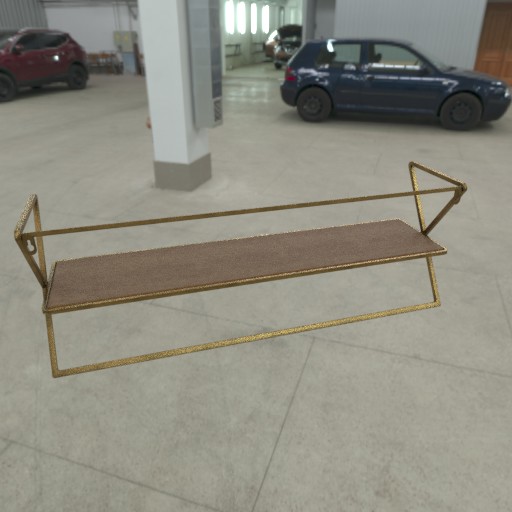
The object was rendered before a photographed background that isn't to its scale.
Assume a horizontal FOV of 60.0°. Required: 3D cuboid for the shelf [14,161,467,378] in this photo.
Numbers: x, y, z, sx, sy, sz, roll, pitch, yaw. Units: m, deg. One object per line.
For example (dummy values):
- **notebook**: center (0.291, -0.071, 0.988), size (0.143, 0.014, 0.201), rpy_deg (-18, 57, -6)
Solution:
- **shelf**: center (0.000, 0.000, 0.722), size (0.645, 0.229, 0.150), rpy_deg (-8, 28, -15)
